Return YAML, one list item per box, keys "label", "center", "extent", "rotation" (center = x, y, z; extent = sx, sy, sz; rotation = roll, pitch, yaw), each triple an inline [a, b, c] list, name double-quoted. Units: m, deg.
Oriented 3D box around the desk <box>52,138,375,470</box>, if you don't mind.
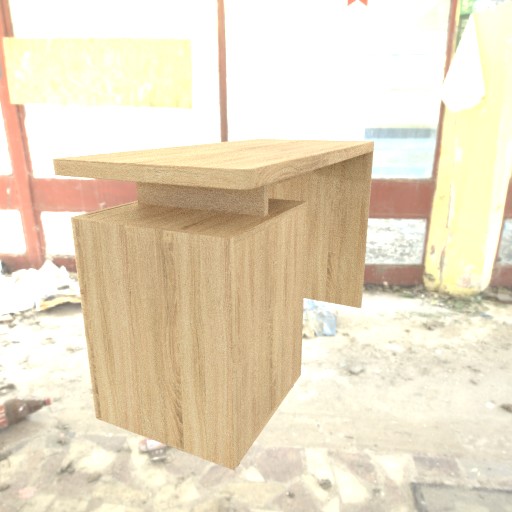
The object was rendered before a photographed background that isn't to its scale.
- label: "desk"
  center: [0.000, 0.000, 1.594]
  extent: [0.550, 0.760, 1.200]
  rotation: [8, 19, 25]
